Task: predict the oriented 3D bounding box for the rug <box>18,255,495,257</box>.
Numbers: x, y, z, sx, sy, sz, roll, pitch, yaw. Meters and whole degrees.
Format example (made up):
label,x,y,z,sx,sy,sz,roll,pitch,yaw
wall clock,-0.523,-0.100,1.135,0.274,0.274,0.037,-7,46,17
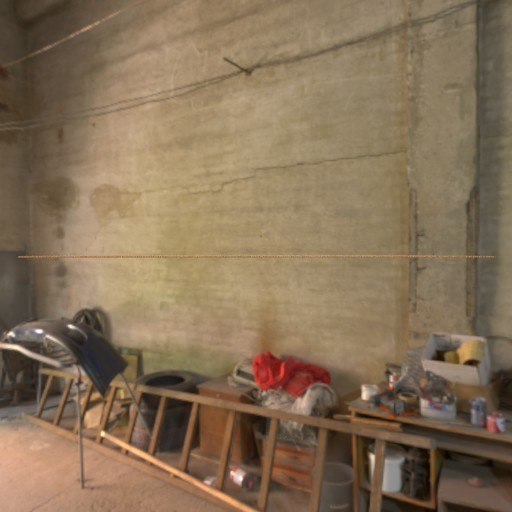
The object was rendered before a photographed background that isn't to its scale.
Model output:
label,x,y,z,sx,sy,sz,roll,pitch,yaw
rug,0.000,0.000,2.884,2.285,0.006,1.524,0,0,-2
